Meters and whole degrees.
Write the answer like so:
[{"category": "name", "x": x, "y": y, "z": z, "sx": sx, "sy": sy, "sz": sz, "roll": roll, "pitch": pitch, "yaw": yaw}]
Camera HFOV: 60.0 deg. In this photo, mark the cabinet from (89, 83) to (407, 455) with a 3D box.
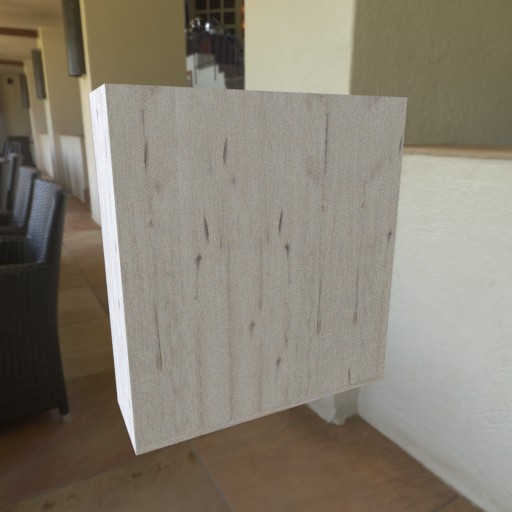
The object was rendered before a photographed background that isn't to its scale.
[{"category": "cabinet", "x": 0.000, "y": 0.000, "z": 3.196, "sx": 2.000, "sy": 2.180, "sz": 0.660, "roll": -8, "pitch": 17, "yaw": -25}]
